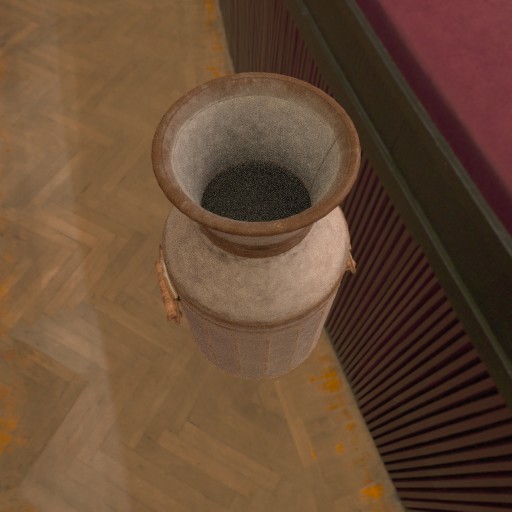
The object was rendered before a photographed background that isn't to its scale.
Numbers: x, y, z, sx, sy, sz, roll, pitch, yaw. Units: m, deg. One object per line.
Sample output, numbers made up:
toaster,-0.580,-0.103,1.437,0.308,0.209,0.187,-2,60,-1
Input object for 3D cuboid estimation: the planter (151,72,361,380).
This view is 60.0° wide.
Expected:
planter,0.000,0.000,0.535,0.245,0.396,0.214,-16,64,-8
